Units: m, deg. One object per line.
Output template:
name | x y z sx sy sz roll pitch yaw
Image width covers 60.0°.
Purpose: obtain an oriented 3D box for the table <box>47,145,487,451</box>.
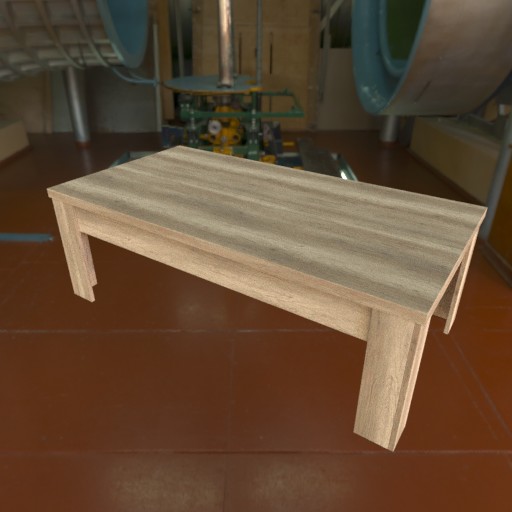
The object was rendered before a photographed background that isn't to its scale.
table | 0.000 0.000 1.634 1.350 0.460 0.700 18 34 29
